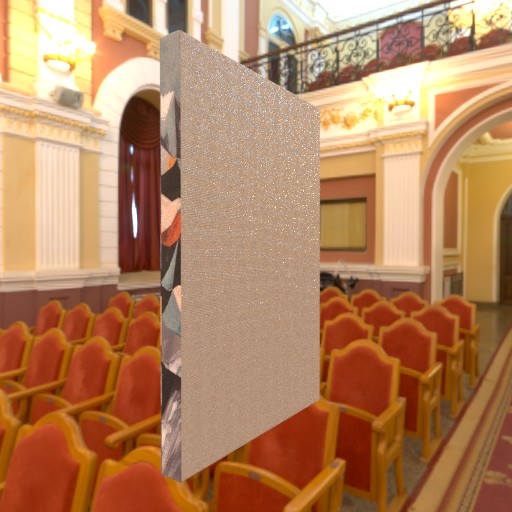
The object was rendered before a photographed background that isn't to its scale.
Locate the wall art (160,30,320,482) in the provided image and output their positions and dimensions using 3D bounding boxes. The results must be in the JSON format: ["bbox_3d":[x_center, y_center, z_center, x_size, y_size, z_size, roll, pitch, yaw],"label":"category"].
[{"bbox_3d":[0.000,0.000,1.153,0.061,0.911,0.609,1,1,35],"label":"wall art"}]
